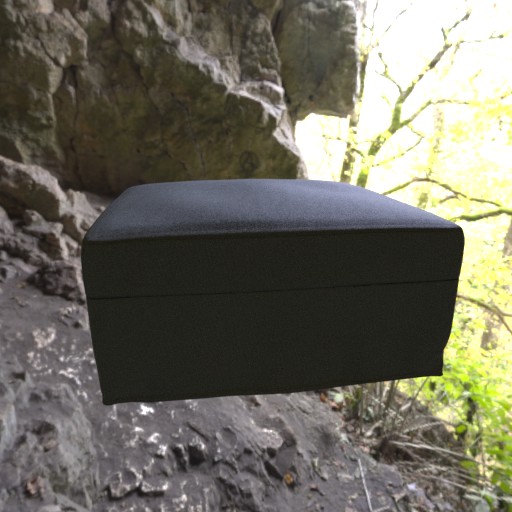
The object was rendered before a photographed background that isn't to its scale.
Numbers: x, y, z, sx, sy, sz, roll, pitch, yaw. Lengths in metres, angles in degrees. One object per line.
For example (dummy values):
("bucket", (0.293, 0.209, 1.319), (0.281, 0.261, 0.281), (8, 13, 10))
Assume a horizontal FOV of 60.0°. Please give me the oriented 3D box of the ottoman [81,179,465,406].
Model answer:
("ottoman", (0.000, 0.000, 1.344), (0.843, 0.441, 0.842), (-2, 16, -8))
